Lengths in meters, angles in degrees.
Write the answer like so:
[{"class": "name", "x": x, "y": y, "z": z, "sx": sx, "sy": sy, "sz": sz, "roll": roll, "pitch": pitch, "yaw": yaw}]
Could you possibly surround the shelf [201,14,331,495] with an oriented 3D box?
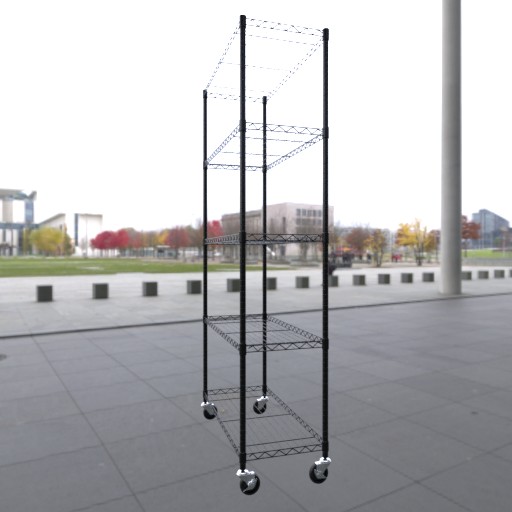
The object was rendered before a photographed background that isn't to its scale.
[{"class": "shelf", "x": 0.000, "y": 0.000, "z": 1.910, "sx": 0.356, "sy": 1.645, "sz": 0.762, "roll": 0, "pitch": 0, "yaw": -17}]
